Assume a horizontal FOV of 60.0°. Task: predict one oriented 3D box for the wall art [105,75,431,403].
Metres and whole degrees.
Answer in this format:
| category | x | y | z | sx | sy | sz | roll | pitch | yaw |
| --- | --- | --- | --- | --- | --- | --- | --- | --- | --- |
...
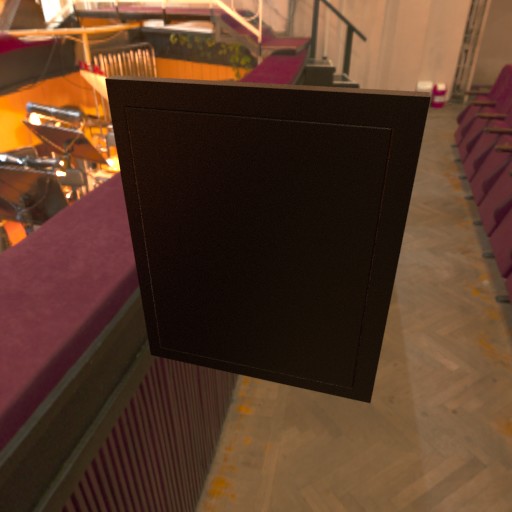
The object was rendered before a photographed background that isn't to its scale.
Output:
| category | x | y | z | sx | sy | sz | roll | pitch | yaw |
| --- | --- | --- | --- | --- | --- | --- | --- | --- | --- |
| wall art | 0.000 | 0.000 | 0.763 | 0.461 | 0.558 | 0.031 | 9 | 32 | 14 |
